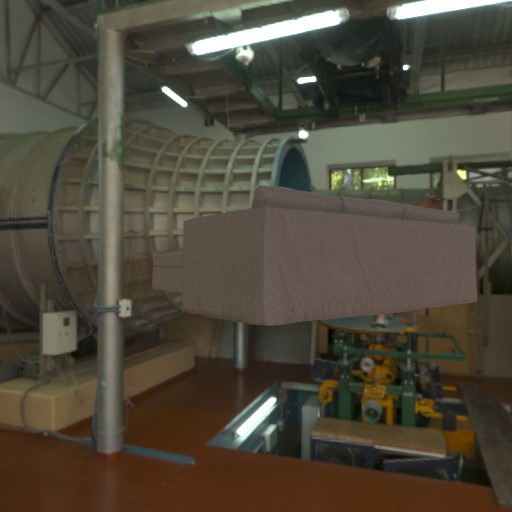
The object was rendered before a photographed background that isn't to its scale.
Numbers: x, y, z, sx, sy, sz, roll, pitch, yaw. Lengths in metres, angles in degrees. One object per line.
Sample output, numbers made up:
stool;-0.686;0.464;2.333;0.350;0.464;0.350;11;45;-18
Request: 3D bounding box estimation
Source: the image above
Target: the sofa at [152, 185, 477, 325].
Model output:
sofa;0.000;0.000;4.661;2.476;0.878;3.528;0;-1;-37
